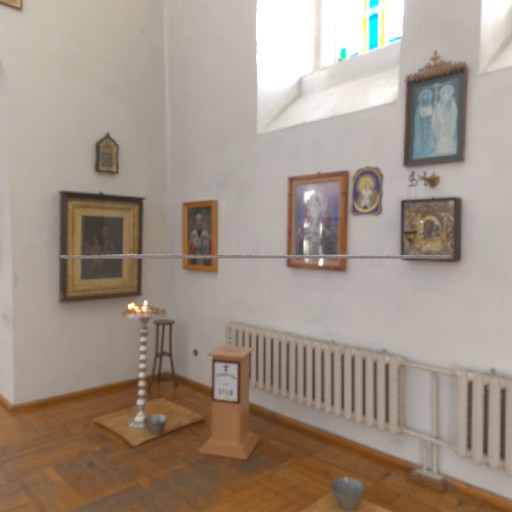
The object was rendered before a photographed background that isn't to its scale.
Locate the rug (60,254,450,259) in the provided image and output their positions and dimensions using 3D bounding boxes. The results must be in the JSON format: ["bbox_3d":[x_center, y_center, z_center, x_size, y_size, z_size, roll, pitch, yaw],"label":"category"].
[{"bbox_3d":[0.000,0.000,2.963,1.604,0.030,2.307,0,0,1],"label":"rug"}]
